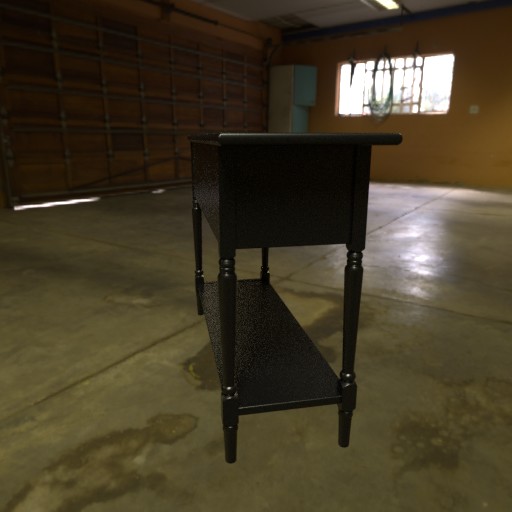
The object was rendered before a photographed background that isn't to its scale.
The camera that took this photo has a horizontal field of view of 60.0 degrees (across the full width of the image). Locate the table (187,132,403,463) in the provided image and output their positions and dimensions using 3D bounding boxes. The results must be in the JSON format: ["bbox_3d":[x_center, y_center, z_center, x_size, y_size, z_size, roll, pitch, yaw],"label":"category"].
[{"bbox_3d":[0.000,0.000,1.550,0.386,0.819,1.191,-3,15,-11],"label":"table"}]
